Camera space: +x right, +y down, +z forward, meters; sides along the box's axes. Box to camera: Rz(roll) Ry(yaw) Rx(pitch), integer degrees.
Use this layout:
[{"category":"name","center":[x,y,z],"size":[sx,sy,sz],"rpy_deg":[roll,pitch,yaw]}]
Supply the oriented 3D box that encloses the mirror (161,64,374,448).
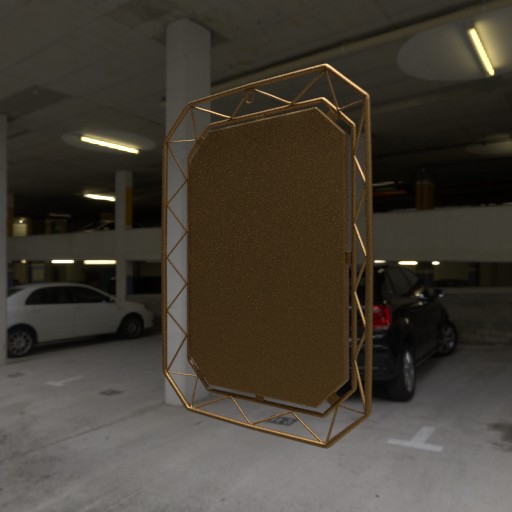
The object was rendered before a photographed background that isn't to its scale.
[{"category":"mirror","center":[0.000,0.000,0.738],"size":[0.417,0.566,0.042],"rpy_deg":[0,-1,36]}]
